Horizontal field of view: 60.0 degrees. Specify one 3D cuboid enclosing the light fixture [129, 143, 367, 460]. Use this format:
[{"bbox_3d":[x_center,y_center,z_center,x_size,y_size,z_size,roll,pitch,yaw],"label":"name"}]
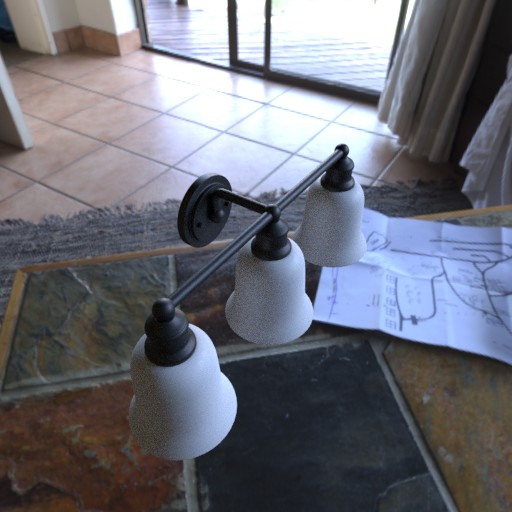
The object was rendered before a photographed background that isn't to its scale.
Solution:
[{"bbox_3d":[0.000,0.000,0.674,0.198,0.211,0.570,24,47,25],"label":"light fixture"}]
